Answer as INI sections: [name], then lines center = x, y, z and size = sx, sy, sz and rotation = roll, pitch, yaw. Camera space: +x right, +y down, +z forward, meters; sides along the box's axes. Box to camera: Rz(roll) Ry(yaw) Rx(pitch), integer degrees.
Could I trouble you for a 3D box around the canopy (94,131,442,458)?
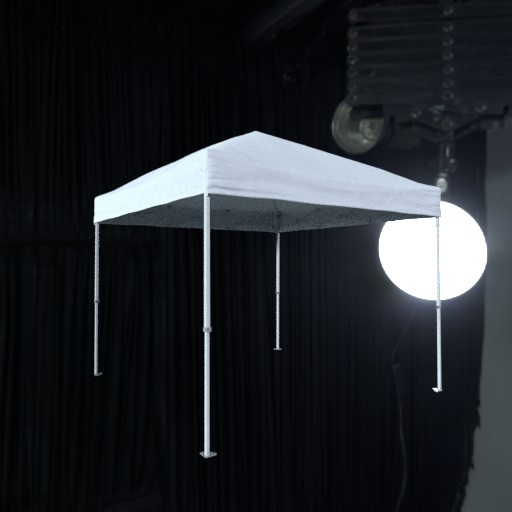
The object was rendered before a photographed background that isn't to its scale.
[canopy]
center = 0.000, 0.000, 5.299
size = 2.998, 2.997, 2.996
rotation = 1, -1, -35
